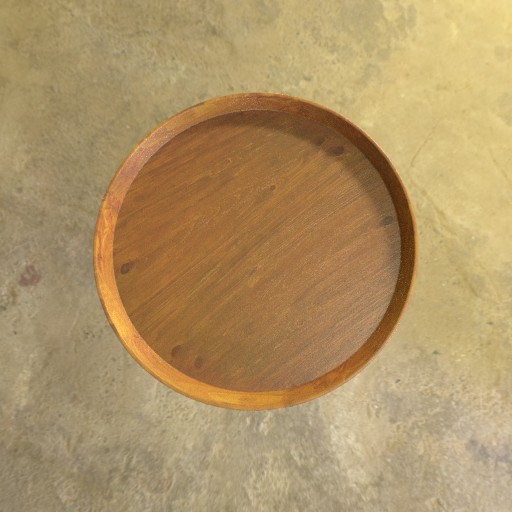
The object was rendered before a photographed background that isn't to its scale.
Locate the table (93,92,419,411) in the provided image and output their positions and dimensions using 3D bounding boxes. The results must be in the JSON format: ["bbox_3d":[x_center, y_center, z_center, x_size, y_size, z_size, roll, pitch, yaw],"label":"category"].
[{"bbox_3d":[0.000,0.000,1.584,1.016,0.470,1.016,0,75,0],"label":"table"}]
